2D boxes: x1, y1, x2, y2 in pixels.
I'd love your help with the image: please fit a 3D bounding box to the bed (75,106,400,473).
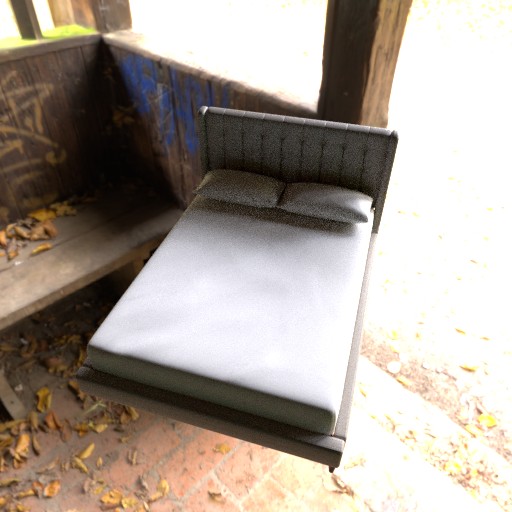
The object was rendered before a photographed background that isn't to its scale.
[{"bbox_3d":[0.000,0.000,3.156,1.656,1.147,2.232,11,42,13],"label":"bed"}]
